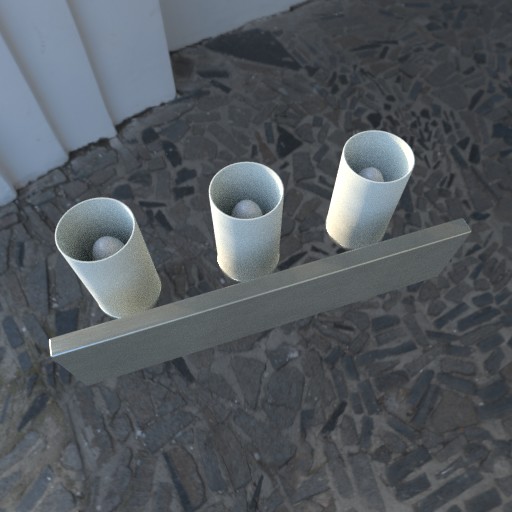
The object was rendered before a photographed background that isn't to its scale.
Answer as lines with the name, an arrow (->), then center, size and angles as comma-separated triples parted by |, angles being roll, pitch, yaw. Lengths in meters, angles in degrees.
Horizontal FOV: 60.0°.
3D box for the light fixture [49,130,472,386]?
light fixture -> 0.000, 0.000, 0.526 | 0.451, 0.172, 0.145 | -16, 61, -9
